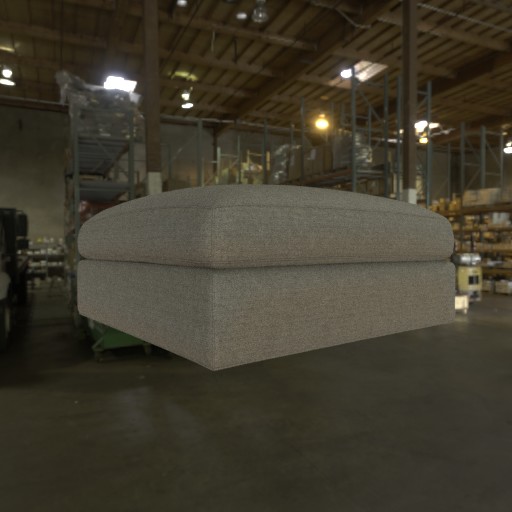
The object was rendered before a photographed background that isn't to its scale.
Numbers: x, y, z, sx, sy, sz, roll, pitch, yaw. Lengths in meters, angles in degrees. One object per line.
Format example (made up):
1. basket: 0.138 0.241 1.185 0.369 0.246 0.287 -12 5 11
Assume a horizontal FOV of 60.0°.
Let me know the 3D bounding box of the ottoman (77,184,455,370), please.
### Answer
1. ottoman: 0.000 0.000 1.669 1.041 0.470 1.041 -1 2 -37
